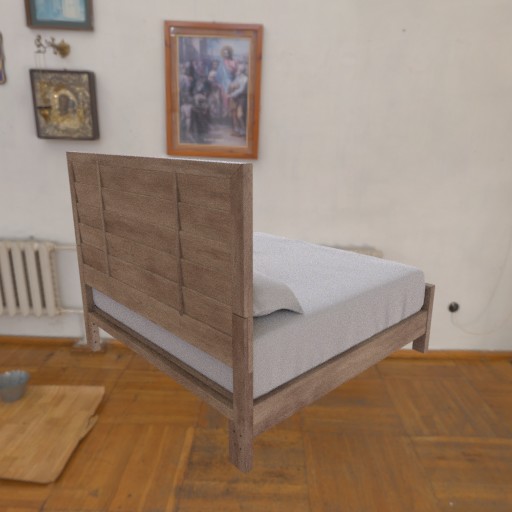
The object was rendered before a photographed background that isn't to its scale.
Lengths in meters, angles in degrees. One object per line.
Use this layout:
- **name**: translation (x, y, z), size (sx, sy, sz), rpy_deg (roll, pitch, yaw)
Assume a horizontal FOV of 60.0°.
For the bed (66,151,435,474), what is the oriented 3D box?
- **bed**: translation (0.000, 0.000, 3.539), size (2.062, 1.626, 2.032), rpy_deg (-14, 21, -41)
